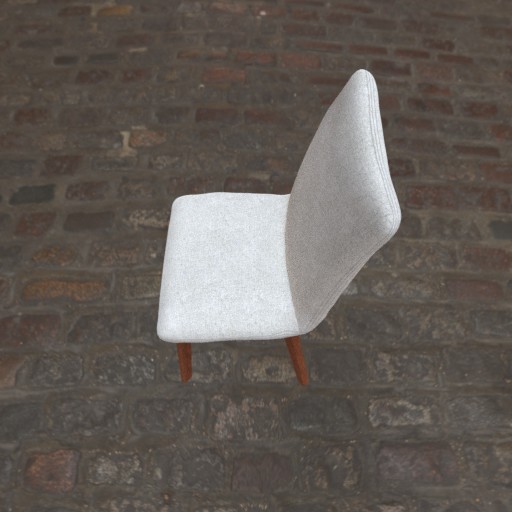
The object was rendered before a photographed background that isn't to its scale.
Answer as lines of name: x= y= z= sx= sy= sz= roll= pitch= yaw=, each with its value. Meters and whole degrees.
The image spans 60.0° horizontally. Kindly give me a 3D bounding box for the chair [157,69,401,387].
chair: x=0.000 y=0.000 z=1.334 sx=0.563 sy=0.974 sz=0.522 roll=0 pitch=58 yaw=0
